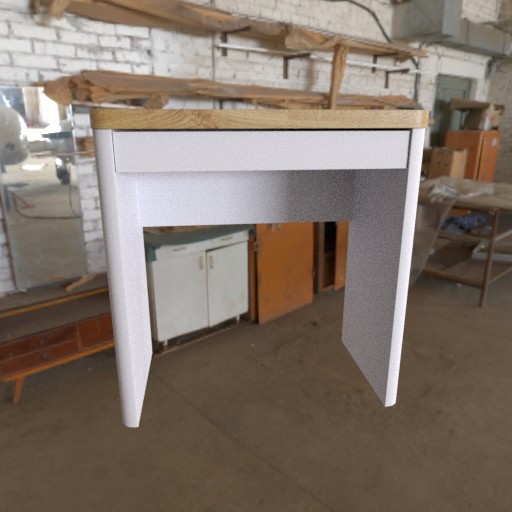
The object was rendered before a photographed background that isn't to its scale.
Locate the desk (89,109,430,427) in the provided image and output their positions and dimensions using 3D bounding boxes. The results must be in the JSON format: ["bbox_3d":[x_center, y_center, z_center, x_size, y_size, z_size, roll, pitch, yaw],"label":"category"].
[{"bbox_3d":[0.000,0.000,1.271,0.760,0.790,0.440,-2,17,-7],"label":"desk"}]
